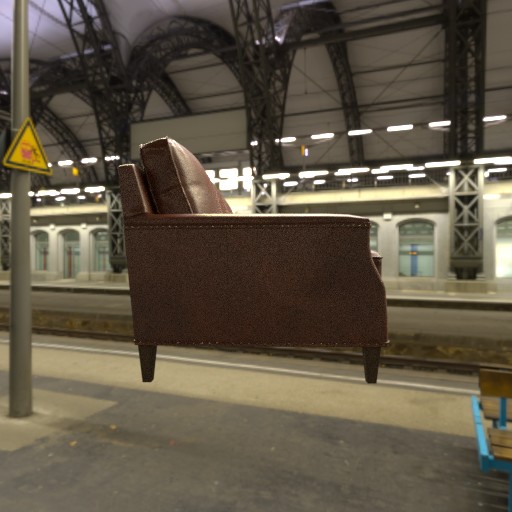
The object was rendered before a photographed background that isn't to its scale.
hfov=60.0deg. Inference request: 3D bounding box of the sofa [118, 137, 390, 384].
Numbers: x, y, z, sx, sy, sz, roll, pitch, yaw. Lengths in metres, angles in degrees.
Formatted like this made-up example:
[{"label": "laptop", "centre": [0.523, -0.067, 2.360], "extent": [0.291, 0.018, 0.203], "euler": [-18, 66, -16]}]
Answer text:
[{"label": "sofa", "centre": [0.000, 0.000, 2.813], "extent": [1.084, 1.003, 2.240], "euler": [0, 0, 1]}]
